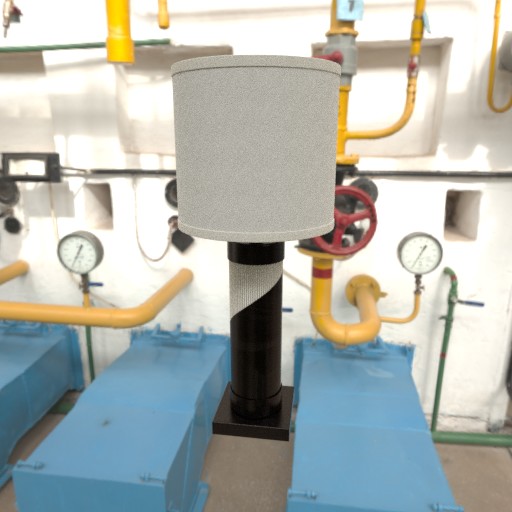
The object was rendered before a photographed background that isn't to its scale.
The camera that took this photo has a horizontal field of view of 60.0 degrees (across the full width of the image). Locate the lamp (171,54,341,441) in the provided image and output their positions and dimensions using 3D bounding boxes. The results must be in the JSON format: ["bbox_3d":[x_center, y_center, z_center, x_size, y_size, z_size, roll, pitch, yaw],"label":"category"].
[{"bbox_3d":[0.000,0.000,0.619,0.211,0.509,0.211,2,15,8],"label":"lamp"}]
